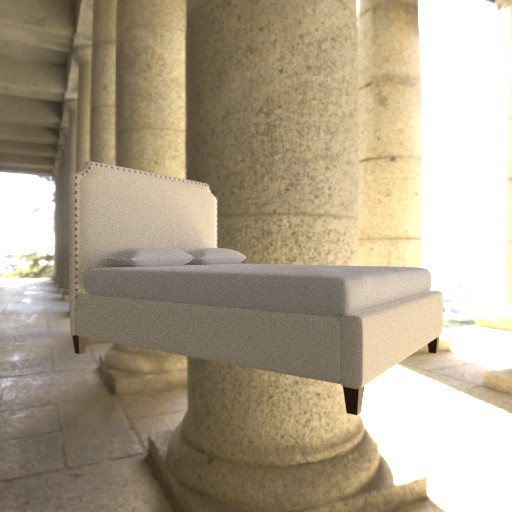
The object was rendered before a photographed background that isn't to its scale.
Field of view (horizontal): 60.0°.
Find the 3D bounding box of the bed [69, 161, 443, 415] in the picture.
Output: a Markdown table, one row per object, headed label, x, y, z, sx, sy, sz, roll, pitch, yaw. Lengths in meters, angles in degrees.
| label | x | y | z | sx | sy | sz | roll | pitch | yaw |
| --- | --- | --- | --- | --- | --- | --- | --- | --- | --- |
| bed | 0.000 | 0.000 | 3.422 | 2.372 | 1.497 | 1.712 | 0 | 1 | 35 |
